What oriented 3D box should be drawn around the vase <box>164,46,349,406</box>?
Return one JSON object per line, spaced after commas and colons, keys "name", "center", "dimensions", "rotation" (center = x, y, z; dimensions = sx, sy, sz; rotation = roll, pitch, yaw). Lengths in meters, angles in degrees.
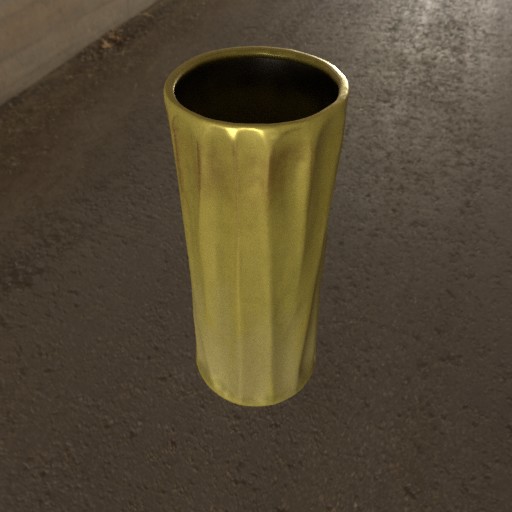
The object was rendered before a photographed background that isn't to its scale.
{"name": "vase", "center": [0.000, 0.000, 0.176], "dimensions": [0.061, 0.143, 0.061], "rotation": [0, 46, 0]}
